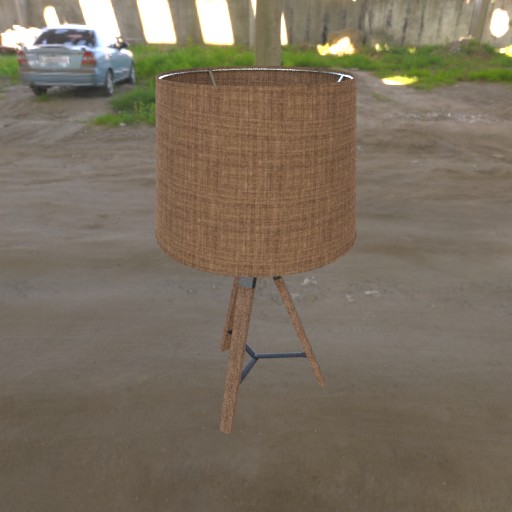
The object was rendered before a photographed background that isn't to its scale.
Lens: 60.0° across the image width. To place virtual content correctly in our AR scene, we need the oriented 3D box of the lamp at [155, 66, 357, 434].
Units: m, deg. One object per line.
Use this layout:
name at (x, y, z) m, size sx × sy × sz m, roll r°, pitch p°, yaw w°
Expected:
lamp at (0.000, 0.000, 0.674) m, size 0.290 × 0.514 × 0.290 m, roll 0°, pitch 28°, yaw 0°
